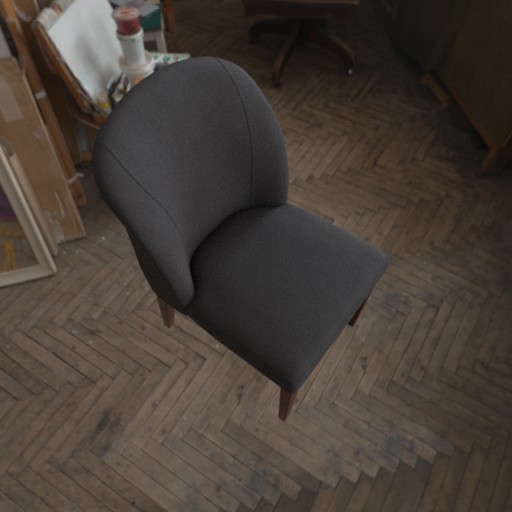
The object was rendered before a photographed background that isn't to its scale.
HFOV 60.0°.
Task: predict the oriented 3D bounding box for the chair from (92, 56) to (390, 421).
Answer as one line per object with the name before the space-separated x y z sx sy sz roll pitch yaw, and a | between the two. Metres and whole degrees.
chair | 0.000 0.000 1.245 0.619 0.879 0.506 33 63 20
